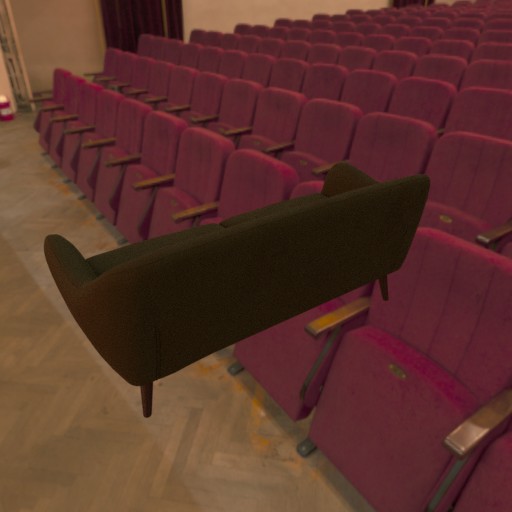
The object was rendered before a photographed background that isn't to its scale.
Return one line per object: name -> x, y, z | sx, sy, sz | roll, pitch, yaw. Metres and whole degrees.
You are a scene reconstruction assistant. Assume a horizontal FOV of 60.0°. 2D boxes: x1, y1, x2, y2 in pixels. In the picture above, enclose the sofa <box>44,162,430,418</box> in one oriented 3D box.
sofa -> 0.000, 0.000, 2.257 | 1.840, 0.836, 0.820 | -19, 35, -29
